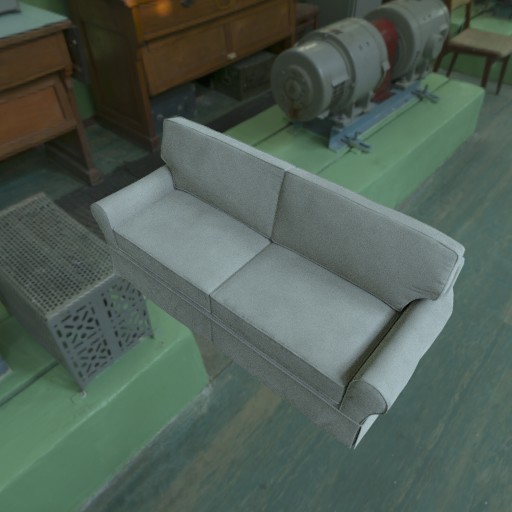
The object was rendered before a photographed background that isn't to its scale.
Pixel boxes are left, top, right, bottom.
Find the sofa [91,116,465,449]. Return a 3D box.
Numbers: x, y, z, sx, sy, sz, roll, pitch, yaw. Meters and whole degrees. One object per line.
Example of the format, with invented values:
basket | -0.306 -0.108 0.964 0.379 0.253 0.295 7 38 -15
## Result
sofa | 0.000 0.000 2.761 2.246 1.014 0.900 30 52 27
